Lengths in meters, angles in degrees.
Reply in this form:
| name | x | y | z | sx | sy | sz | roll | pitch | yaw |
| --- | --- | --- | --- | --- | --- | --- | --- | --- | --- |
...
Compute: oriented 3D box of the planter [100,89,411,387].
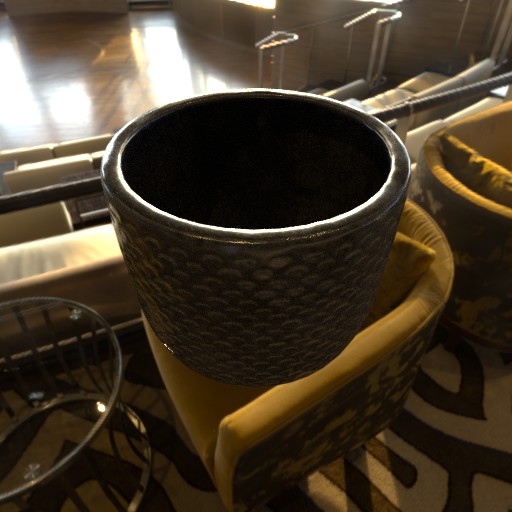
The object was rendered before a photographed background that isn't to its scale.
| name | x | y | z | sx | sy | sz | roll | pitch | yaw |
| --- | --- | --- | --- | --- | --- | --- | --- | --- | --- |
| planter | 0.000 | 0.000 | 0.348 | 0.197 | 0.191 | 0.197 | 0 | 42 | 0 |
